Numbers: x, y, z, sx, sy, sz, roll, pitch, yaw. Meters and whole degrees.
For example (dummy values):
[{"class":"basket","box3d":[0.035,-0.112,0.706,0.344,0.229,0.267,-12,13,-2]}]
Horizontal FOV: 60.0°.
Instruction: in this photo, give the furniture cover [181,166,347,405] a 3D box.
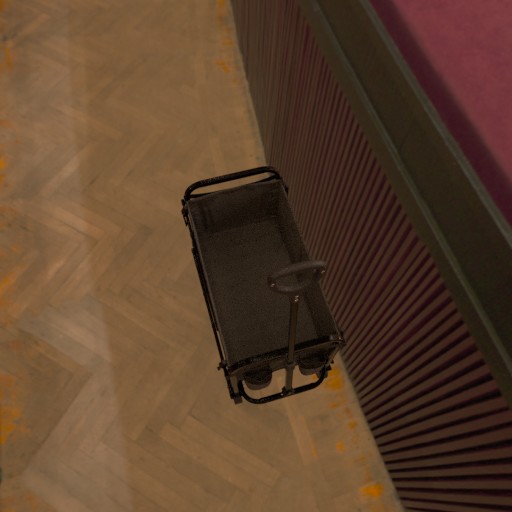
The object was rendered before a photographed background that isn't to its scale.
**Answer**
[{"class":"furniture cover","box3d":[0.000,0.000,1.824,0.532,1.295,1.038,-14,64,-7]}]
